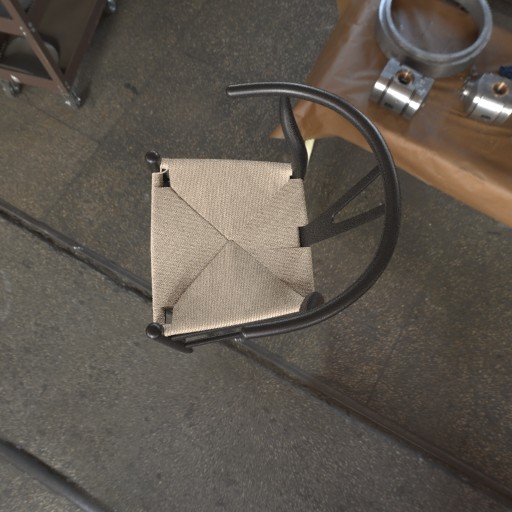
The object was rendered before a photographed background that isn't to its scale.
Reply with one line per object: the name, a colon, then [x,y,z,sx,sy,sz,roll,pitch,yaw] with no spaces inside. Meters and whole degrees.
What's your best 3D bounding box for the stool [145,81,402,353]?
stool: [0.000,0.000,1.341,0.579,0.970,0.569,-4,74,-1]
